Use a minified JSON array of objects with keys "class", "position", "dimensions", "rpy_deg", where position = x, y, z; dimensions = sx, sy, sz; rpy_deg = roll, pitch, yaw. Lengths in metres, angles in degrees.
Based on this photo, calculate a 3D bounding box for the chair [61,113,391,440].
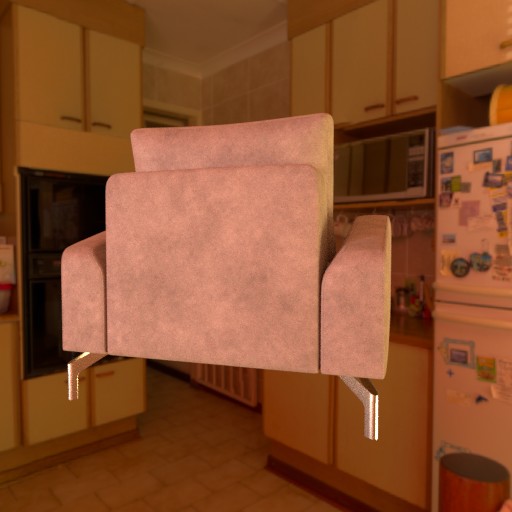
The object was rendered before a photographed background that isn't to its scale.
[{"class":"chair","position":[0.000,0.000,1.550],"dimensions":[0.900,0.800,0.900],"rpy_deg":[1,2,17]}]
